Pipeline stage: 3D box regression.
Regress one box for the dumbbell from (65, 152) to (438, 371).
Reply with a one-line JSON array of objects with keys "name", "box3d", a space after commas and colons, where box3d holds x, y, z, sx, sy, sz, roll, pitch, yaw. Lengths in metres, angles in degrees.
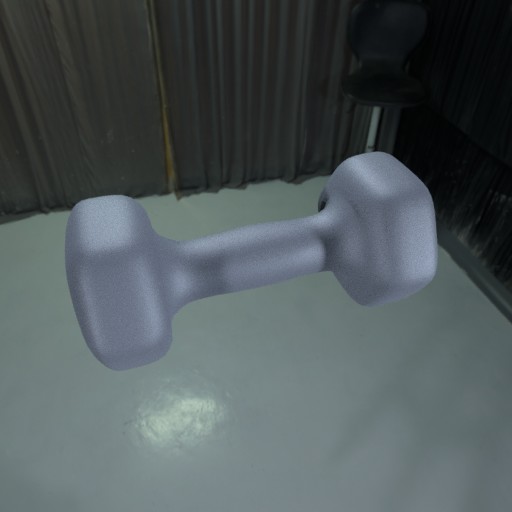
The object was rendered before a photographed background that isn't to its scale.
[{"name": "dumbbell", "box3d": [0.000, 0.000, 0.308, 0.240, 0.105, 0.116, -11, 42, -13]}]
